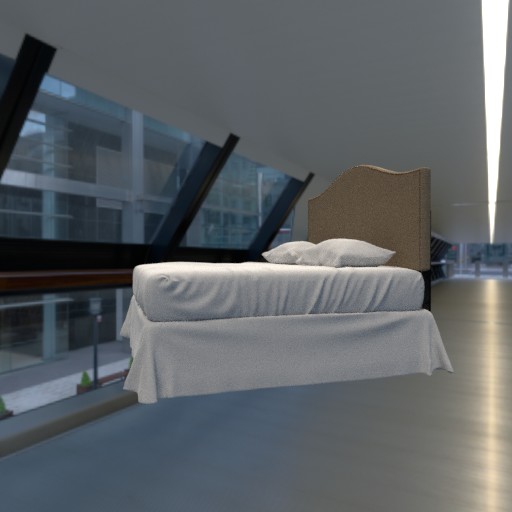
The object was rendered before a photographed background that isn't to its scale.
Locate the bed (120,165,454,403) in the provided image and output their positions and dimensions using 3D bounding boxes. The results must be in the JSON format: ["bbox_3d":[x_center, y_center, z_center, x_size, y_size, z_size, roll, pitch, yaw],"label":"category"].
[{"bbox_3d":[0.000,0.000,3.809,2.222,1.651,2.311,0,0,-18],"label":"bed"}]
